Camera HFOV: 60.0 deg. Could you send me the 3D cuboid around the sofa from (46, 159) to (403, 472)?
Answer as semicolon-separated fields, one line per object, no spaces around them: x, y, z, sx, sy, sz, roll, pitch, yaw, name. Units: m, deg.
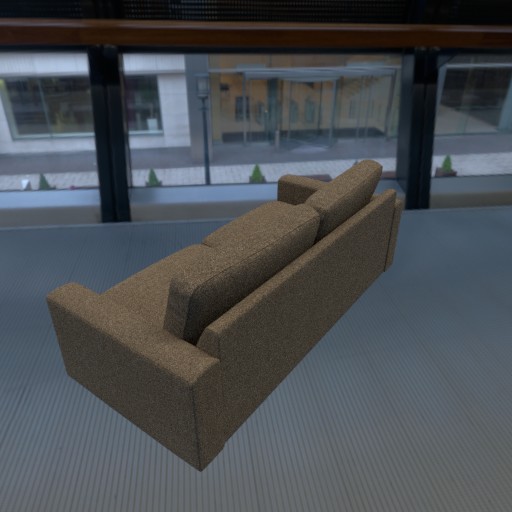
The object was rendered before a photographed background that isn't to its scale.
0.000;0.000;2.709;1.016;0.873;2.179;20;35;31;sofa
